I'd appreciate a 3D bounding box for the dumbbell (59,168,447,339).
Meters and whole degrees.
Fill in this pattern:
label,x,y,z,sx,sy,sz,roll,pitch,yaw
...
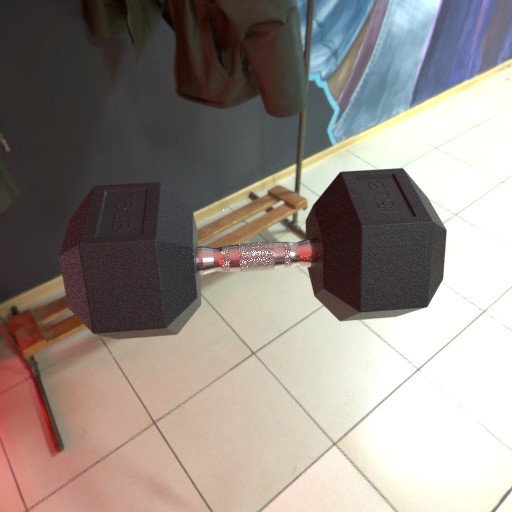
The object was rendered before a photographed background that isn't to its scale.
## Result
label,x,y,z,sx,sy,sz,roll,pitch,yaw
dumbbell,0.000,0.000,0.344,0.271,0.106,0.122,-4,46,-4
